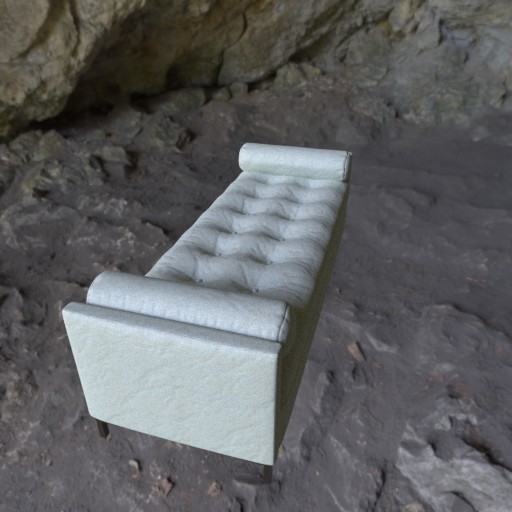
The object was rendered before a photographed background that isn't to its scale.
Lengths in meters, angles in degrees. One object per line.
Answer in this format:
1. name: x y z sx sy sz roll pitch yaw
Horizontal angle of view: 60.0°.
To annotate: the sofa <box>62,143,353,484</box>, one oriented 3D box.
1. sofa: 0.000 0.000 2.417 0.796 0.705 2.102 9 32 14
